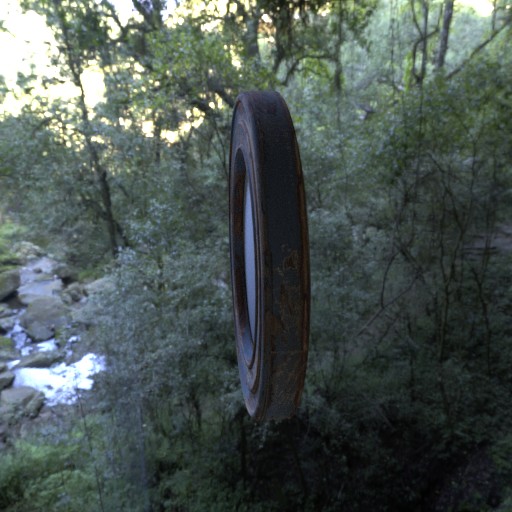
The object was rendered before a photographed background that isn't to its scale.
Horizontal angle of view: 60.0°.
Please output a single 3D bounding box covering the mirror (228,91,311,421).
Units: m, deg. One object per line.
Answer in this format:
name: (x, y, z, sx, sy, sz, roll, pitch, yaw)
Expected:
mirror: (0.000, 0.000, 0.838, 0.061, 0.585, 0.585, -2, 18, -7)
